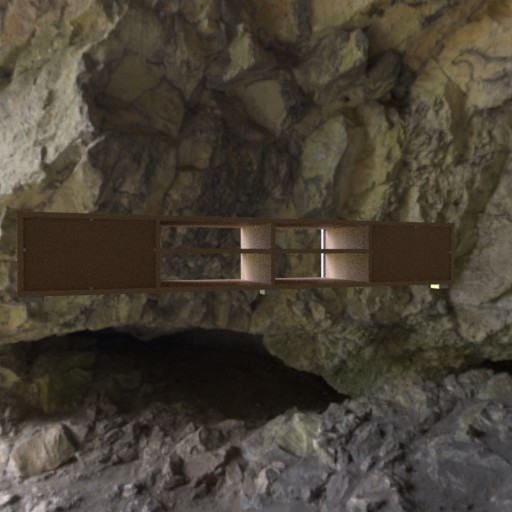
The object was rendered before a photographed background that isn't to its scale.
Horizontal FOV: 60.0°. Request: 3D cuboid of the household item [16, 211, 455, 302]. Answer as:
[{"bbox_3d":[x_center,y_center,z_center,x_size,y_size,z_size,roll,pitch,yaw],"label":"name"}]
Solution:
[{"bbox_3d":[0.000,0.000,1.992,1.850,0.310,0.420,0,1,-19],"label":"household item"}]
